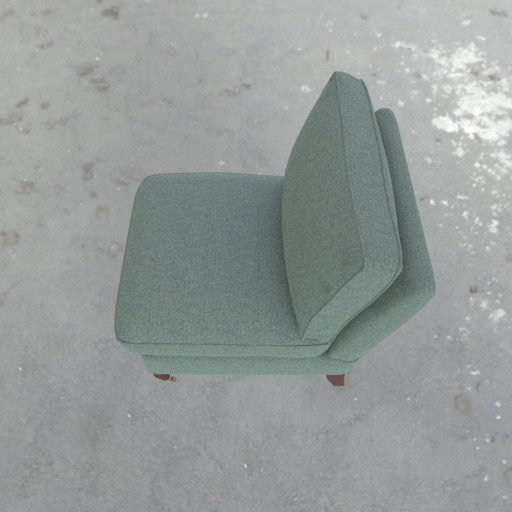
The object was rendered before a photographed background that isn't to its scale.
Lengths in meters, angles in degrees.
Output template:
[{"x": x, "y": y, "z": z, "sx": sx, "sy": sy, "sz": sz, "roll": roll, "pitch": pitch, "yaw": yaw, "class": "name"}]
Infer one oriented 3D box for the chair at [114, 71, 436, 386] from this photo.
[{"x": 0.000, "y": 0.000, "z": 1.386, "sx": 0.796, "sy": 0.901, "sz": 0.624, "roll": 0, "pitch": 59, "yaw": 0, "class": "chair"}]
